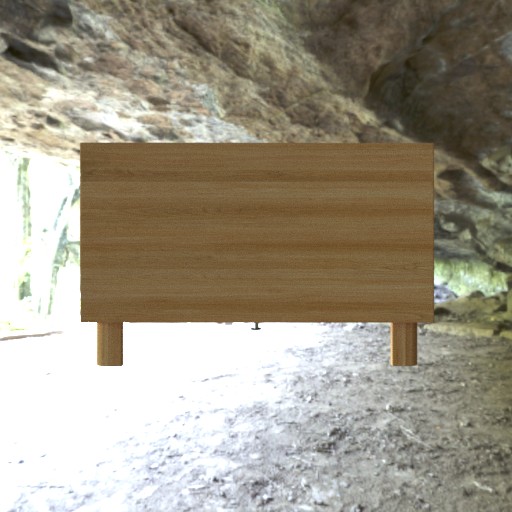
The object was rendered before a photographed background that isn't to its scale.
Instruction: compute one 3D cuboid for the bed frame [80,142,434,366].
[{"bbox_3d":[0.000,0.000,2.834,1.472,0.940,1.992,0,0,0],"label":"bed frame"}]
